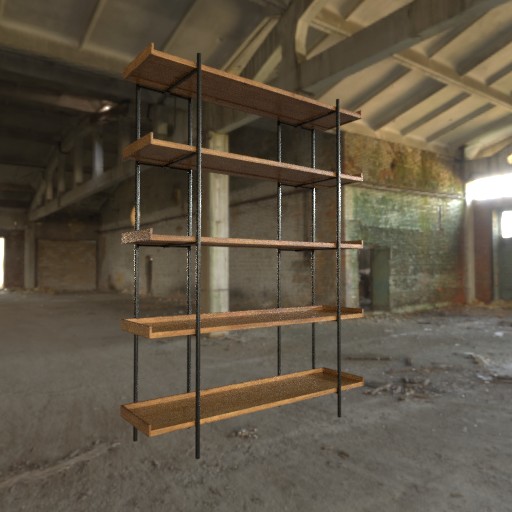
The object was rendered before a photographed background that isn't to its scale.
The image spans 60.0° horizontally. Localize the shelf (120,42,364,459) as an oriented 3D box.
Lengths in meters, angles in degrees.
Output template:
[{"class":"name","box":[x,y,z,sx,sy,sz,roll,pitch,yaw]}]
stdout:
[{"class":"shelf","box":[0.000,0.000,2.418,1.371,1.826,0.379,1,-2,-37]}]
